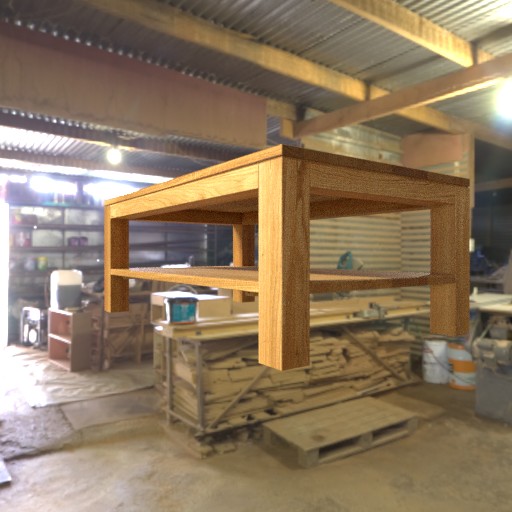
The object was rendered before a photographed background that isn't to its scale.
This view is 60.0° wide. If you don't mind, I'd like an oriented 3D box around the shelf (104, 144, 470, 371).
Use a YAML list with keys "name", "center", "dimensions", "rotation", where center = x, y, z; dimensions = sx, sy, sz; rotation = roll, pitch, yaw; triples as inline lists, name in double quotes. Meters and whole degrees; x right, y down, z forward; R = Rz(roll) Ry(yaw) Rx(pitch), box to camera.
- name: "shelf"
  center: [0.000, 0.000, 1.548]
  dimensions: [0.700, 0.450, 1.150]
  rotation: [0, 0, -36]
